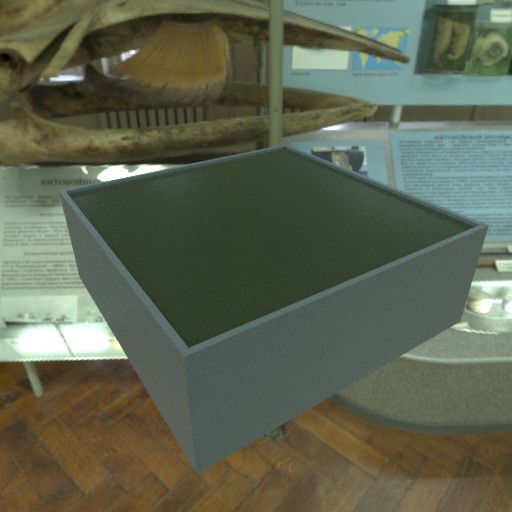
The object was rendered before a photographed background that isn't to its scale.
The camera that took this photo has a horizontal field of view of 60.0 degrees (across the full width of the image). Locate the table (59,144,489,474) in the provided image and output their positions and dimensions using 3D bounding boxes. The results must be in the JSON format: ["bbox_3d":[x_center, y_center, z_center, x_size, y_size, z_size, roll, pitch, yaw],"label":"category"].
[{"bbox_3d":[0.000,0.000,1.228,0.801,0.299,0.801,-19,35,-29],"label":"table"}]
